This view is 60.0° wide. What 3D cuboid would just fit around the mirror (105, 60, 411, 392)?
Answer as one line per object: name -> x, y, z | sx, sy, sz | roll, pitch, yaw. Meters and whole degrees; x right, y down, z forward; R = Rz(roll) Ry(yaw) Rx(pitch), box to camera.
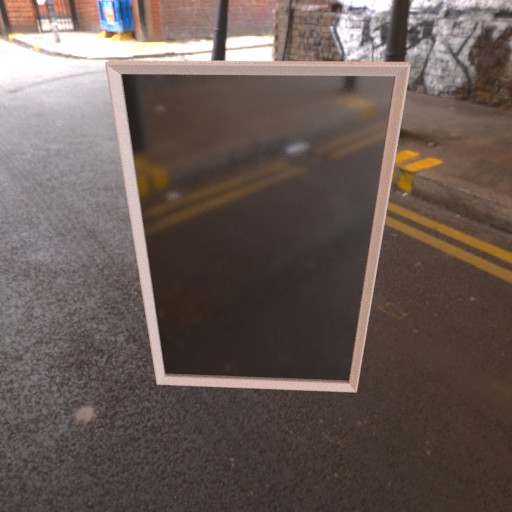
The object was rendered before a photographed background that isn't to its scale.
mirror -> 0.000, 0.000, 1.132 | 0.609, 0.915, 0.041 | 1, 31, 3
